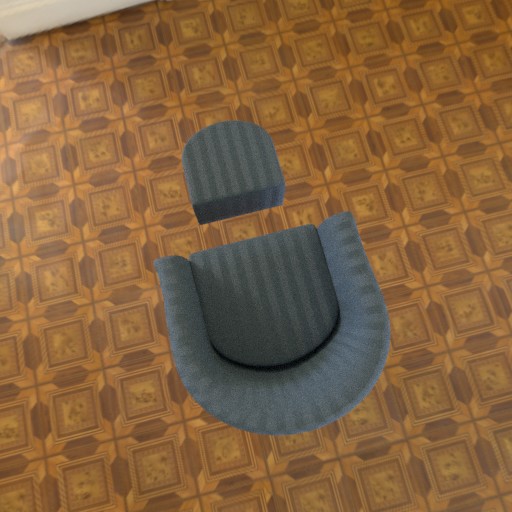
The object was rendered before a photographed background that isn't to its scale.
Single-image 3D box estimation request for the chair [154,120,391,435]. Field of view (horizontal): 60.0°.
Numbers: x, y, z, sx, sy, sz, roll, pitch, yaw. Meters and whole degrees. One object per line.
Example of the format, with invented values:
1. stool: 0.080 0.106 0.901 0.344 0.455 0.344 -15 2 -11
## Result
1. chair: 0.000 0.000 1.804 0.756 0.757 1.288 -14 76 -4
